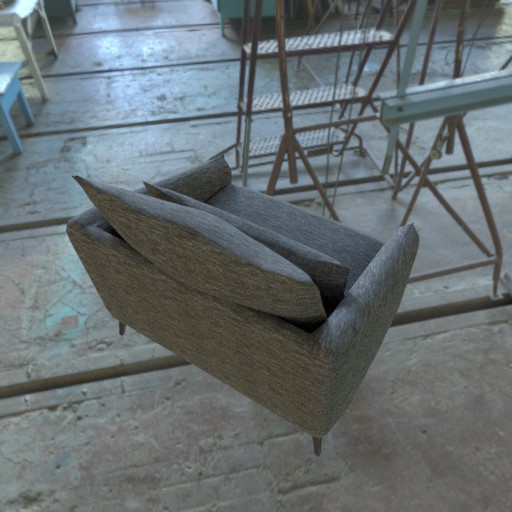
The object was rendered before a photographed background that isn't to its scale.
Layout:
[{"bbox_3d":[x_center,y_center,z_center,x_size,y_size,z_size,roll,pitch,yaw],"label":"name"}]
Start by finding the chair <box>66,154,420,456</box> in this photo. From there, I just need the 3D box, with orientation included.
[{"bbox_3d":[0.000,0.000,1.604,1.004,0.842,0.805,24,50,22],"label":"chair"}]
